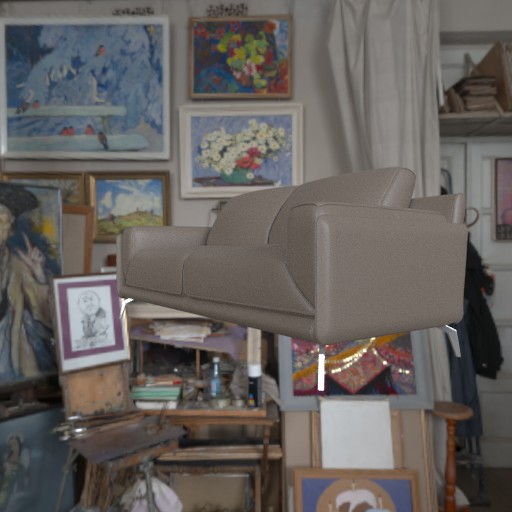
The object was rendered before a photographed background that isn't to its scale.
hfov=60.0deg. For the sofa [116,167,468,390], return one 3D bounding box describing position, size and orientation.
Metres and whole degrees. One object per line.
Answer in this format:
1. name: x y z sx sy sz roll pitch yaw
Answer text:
1. sofa: 0.000 0.000 2.583 1.049 0.930 2.101 0 1 -36
